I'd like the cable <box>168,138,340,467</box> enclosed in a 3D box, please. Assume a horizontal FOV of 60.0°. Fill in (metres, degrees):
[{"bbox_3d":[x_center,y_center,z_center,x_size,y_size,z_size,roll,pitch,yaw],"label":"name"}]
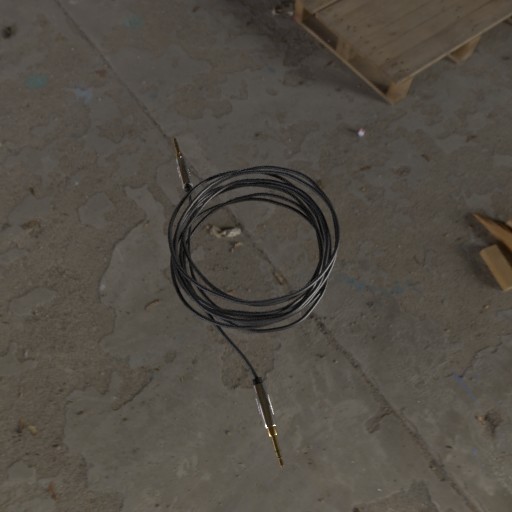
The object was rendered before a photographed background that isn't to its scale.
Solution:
[{"bbox_3d":[0.000,0.000,0.506,0.198,0.069,0.432,-15,66,-7],"label":"cable"}]
